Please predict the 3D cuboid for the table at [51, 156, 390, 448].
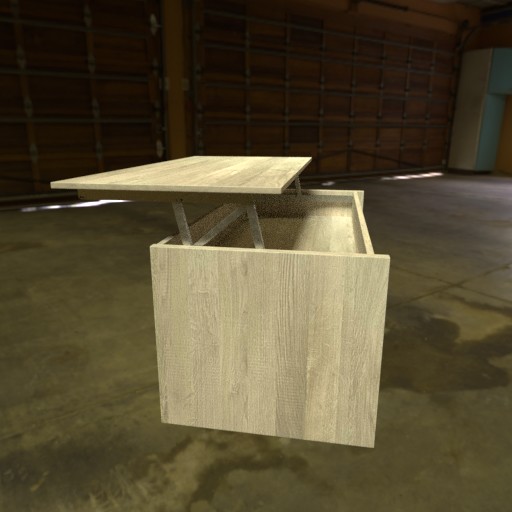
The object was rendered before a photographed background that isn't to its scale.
[{"bbox_3d":[0.000,0.000,1.436,0.712,0.570,1.000,3,16,10],"label":"table"}]
